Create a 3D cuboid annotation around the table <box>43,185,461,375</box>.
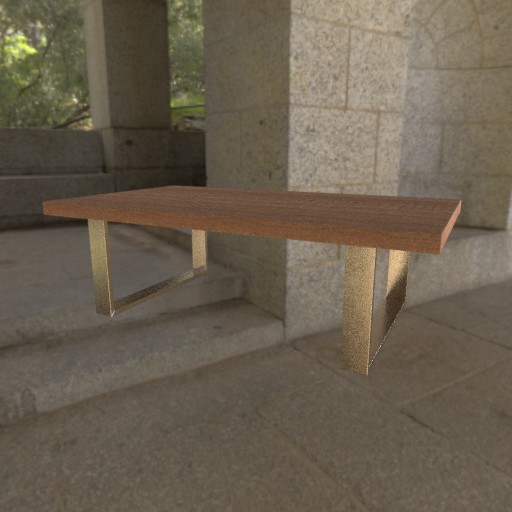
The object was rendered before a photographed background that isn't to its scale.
[{"bbox_3d":[0.000,0.000,1.756,1.400,0.440,0.800,7,16,26],"label":"table"}]
